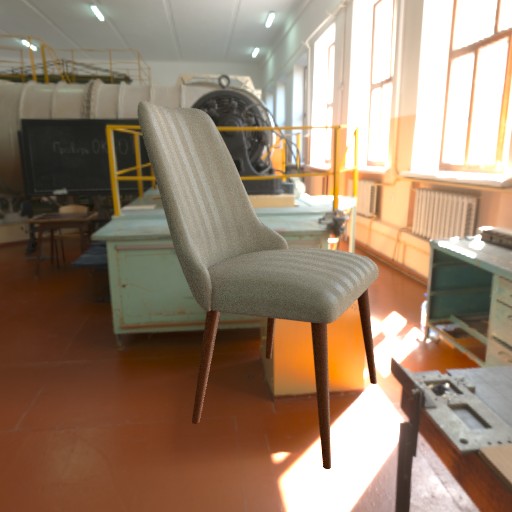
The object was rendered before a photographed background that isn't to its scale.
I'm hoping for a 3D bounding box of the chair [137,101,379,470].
[{"bbox_3d":[0.000,0.000,1.367,0.684,0.917,0.526,7,15,27],"label":"chair"}]
